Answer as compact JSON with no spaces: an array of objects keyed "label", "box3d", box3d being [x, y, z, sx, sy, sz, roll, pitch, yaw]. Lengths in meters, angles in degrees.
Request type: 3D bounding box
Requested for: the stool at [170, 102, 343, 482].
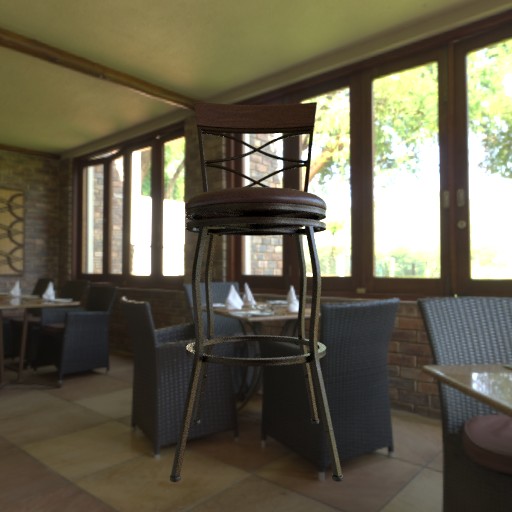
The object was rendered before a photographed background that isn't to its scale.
[{"label":"stool","box3d":[0.000,0.000,1.365,0.448,1.130,0.513,0,-2,0]}]
